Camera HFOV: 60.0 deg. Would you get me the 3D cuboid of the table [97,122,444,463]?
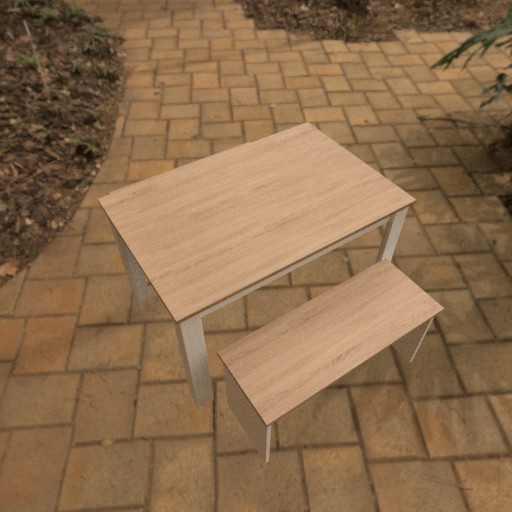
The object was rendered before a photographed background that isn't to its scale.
[{"bbox_3d":[0.000,0.000,2.090,1.100,0.700,1.443,-26,52,-22],"label":"table"}]
